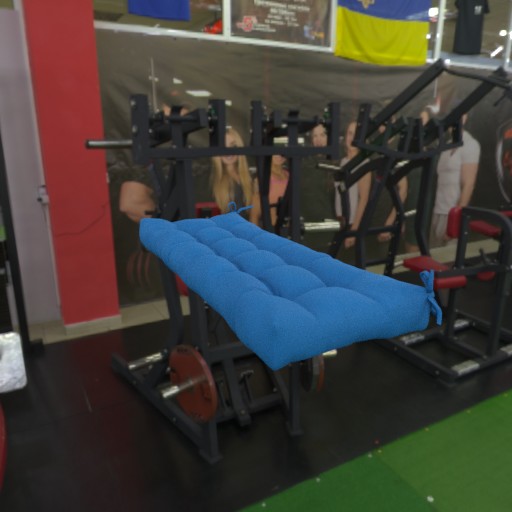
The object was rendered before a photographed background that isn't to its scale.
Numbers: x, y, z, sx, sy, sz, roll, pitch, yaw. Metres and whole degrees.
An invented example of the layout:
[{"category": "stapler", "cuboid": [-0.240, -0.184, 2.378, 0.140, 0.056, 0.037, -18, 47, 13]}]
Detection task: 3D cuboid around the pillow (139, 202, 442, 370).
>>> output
[{"category": "pillow", "cuboid": [0.000, 0.000, 1.431, 0.511, 0.174, 1.194, -8, 18, -26]}]
